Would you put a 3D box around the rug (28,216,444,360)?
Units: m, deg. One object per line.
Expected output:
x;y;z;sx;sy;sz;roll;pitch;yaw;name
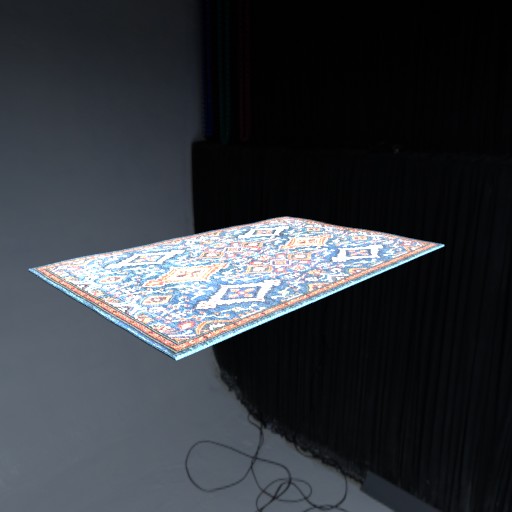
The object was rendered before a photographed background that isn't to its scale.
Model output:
0.000;0.000;2.287;1.195;0.014;1.847;15;22;43;rug
